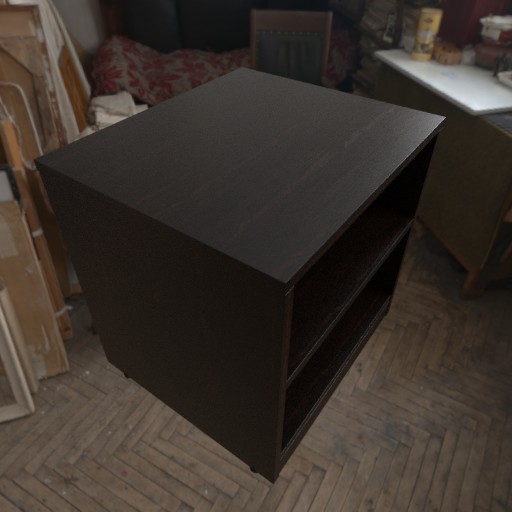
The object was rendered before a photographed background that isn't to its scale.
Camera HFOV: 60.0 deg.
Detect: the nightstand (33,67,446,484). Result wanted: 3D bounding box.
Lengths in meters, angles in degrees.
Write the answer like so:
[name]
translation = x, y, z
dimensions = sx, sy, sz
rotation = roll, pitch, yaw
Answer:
[nightstand]
translation = 0.000, 0.000, 0.843
dimensions = 0.427, 0.487, 0.489
rotation = 25, 47, 26
